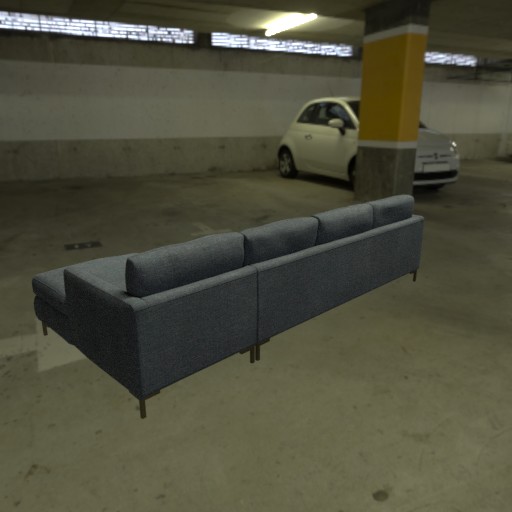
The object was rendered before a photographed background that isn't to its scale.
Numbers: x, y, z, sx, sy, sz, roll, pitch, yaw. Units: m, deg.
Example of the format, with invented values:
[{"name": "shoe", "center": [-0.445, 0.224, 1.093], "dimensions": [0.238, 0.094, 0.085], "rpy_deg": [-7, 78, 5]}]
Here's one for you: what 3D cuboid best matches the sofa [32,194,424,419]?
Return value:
[{"name": "sofa", "center": [0.000, 0.000, 3.465], "dimensions": [2.932, 0.810, 1.350], "rpy_deg": [-16, 23, -42]}]
